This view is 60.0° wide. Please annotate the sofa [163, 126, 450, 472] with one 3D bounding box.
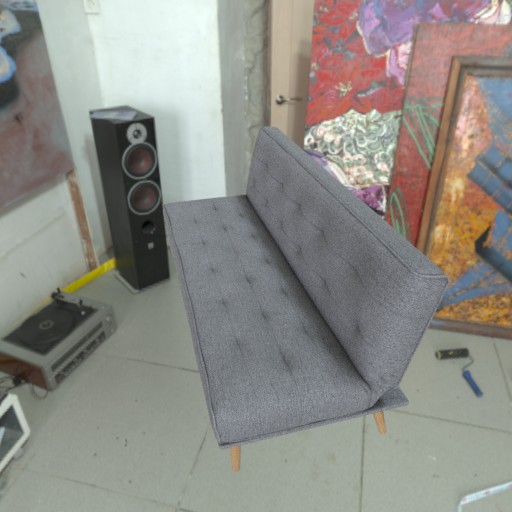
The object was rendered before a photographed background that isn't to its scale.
[{"bbox_3d":[0.000,0.000,2.273,0.810,0.830,1.820,-8,32,-13],"label":"sofa"}]
